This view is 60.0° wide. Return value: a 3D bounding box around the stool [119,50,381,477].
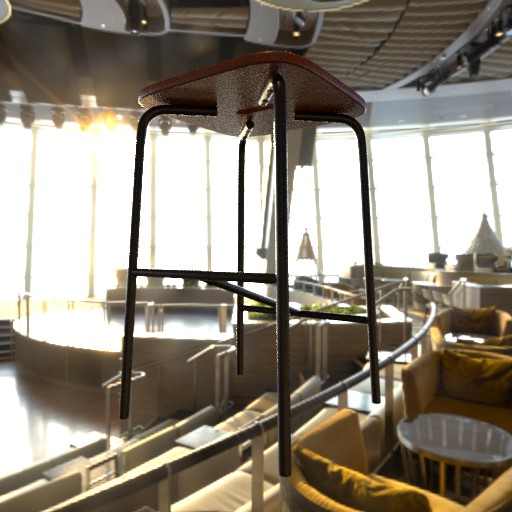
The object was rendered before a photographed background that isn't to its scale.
[{"bbox_3d":[0.000,0.000,0.873,0.376,0.610,0.376,1,1,36],"label":"stool"}]
